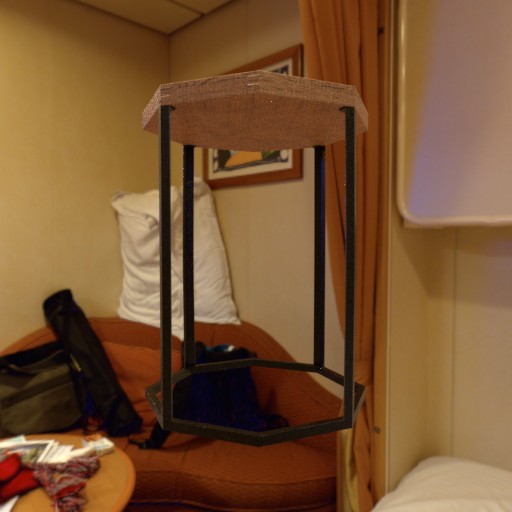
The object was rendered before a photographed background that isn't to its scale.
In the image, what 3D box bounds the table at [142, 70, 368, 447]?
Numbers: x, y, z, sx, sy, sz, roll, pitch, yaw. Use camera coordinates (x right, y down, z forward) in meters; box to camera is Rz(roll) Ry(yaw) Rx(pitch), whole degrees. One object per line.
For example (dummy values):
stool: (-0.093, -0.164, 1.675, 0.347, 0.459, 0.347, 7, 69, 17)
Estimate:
table: (0.000, 0.000, 0.868, 0.437, 0.553, 0.437, 0, 2, -1)
